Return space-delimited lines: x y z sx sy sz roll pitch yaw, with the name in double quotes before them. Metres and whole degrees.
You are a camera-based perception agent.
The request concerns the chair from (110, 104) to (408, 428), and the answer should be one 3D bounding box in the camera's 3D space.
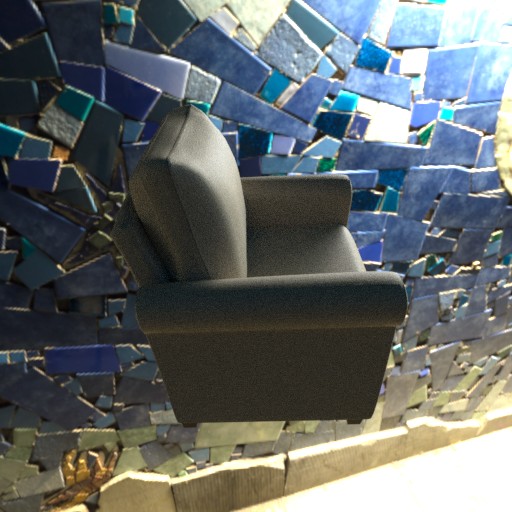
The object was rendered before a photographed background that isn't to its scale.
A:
"chair" 0.000 0.000 2.314 1.180 1.349 1.275 -1 32 -1
